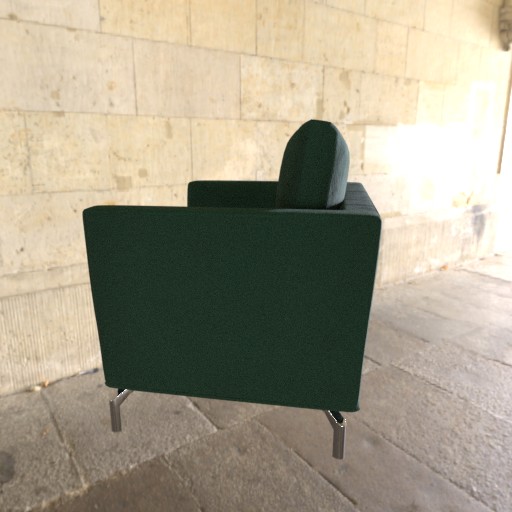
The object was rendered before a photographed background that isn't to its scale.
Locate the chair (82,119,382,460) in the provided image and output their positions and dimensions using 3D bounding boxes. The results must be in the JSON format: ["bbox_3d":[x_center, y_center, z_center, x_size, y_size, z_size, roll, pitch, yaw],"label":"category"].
[{"bbox_3d":[0.000,0.000,1.753,0.852,0.997,1.047,3,14,10],"label":"chair"}]
